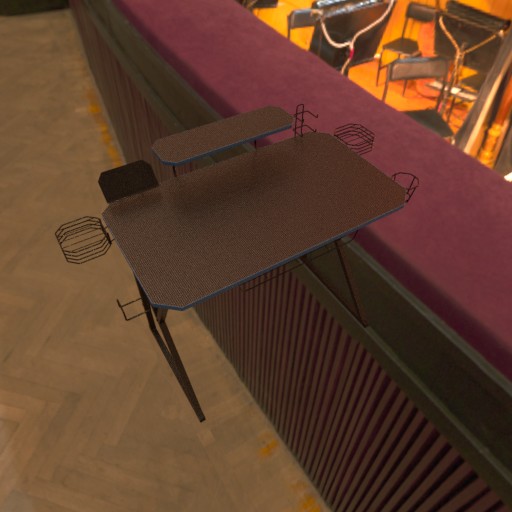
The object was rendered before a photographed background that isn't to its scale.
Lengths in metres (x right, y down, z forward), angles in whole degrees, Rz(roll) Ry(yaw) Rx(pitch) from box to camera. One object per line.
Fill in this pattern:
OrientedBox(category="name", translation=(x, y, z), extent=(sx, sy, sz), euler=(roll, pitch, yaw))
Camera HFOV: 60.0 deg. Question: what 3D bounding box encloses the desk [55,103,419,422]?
OrientedBox(category="desk", translation=(0.000, 0.000, 1.767), extent=(1.295, 0.909, 0.594), euler=(-24, 51, -21))
